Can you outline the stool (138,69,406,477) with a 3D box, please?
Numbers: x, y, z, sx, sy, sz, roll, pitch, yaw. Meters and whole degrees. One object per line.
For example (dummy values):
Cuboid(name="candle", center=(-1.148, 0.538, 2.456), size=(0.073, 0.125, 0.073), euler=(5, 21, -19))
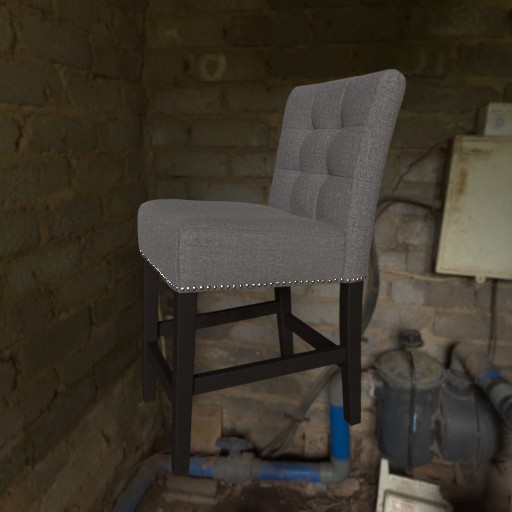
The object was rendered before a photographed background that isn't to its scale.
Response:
Cuboid(name="stool", center=(0.000, 0.000, 1.151), size=(0.571, 0.885, 0.427), euler=(-7, 17, -25))
